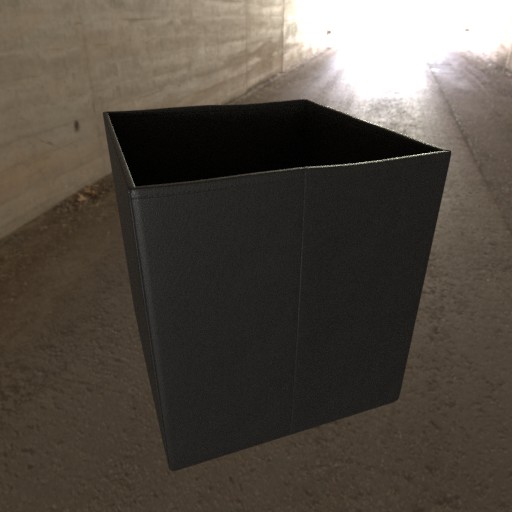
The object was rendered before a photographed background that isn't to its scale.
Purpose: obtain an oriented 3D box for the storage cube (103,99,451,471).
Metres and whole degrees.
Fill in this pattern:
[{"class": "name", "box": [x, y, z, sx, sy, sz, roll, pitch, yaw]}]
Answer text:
[{"class": "storage cube", "box": [0.000, 0.000, 0.491, 0.270, 0.280, 0.270, -10, 30, -18]}]
